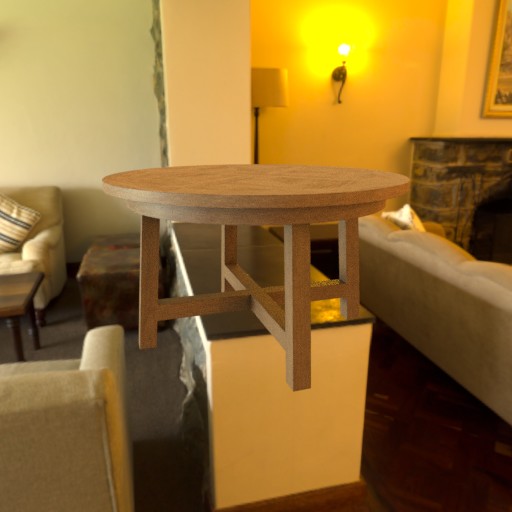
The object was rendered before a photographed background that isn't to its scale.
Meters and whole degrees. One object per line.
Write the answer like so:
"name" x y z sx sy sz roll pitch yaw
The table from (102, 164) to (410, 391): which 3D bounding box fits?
"table" 0.000 0.000 2.105 1.319 0.762 1.319 0 16 0
